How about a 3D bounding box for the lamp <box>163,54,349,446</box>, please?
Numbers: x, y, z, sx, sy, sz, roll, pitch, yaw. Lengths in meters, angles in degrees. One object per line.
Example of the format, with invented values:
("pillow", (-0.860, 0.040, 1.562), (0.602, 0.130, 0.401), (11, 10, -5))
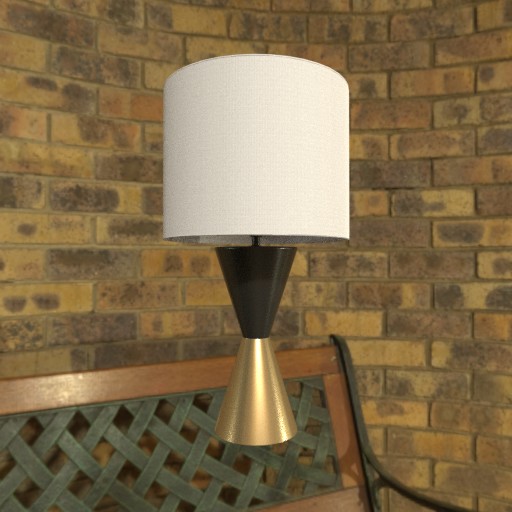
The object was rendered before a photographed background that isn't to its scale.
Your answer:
("lamp", (0.000, 0.000, 0.738), (0.304, 0.573, 0.304), (-1, -1, 37))
